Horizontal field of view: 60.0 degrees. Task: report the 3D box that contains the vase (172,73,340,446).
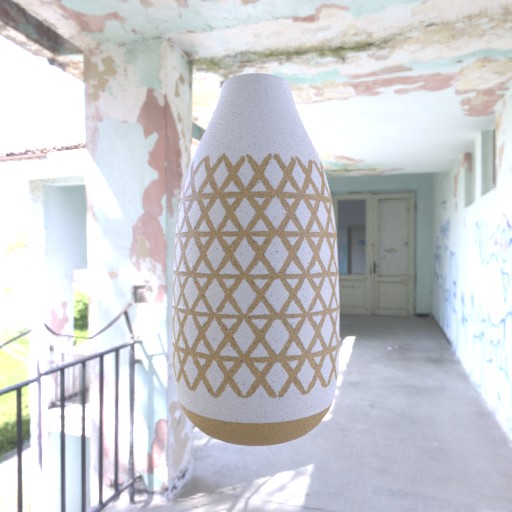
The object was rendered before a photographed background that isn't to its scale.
[{"bbox_3d":[0.000,0.000,0.499,0.186,0.380,0.186,0,1,0],"label":"vase"}]
